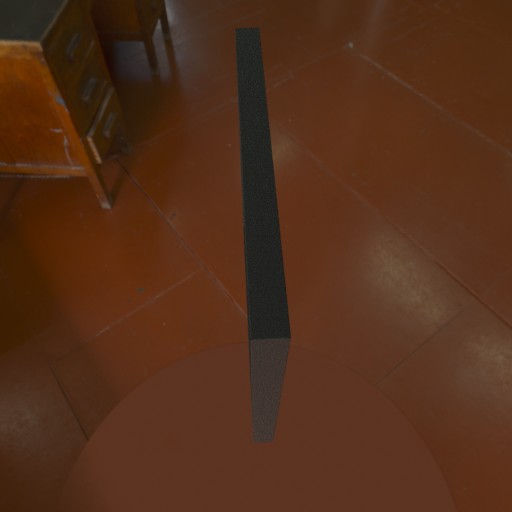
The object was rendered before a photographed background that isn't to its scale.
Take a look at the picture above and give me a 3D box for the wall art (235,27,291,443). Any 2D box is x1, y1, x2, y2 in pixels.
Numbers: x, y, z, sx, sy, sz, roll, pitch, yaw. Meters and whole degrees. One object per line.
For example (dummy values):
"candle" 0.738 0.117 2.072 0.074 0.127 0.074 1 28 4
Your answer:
"wall art" 0.000 0.000 0.756 0.037 0.508 0.508 -3 57 -2
